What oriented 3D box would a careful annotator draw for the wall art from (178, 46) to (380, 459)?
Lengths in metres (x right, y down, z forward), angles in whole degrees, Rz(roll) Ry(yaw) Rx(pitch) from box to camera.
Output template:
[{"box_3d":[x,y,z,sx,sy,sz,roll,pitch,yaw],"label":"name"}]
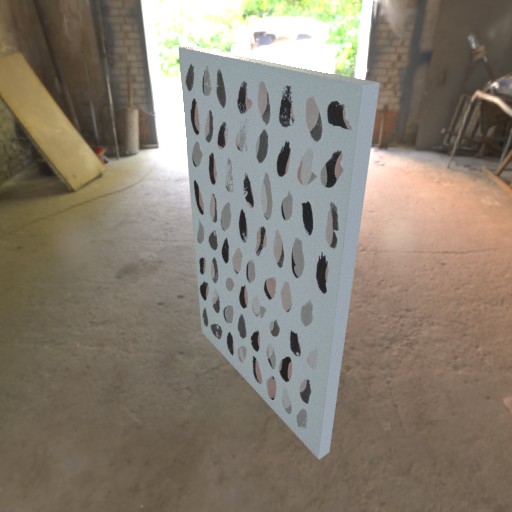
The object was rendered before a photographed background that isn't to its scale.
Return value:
[{"box_3d":[0.000,0.000,1.126,0.037,0.916,0.610,-20,37,-30],"label":"wall art"}]
